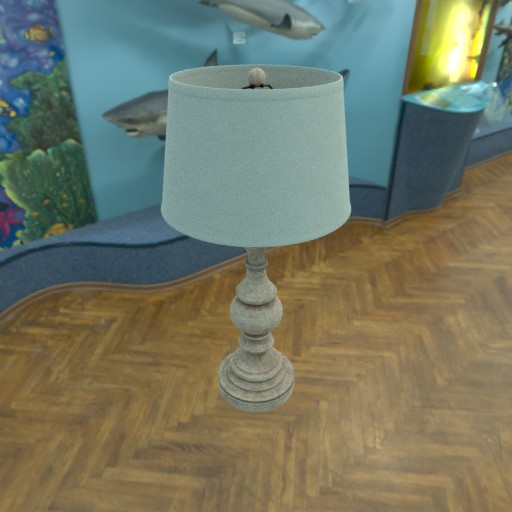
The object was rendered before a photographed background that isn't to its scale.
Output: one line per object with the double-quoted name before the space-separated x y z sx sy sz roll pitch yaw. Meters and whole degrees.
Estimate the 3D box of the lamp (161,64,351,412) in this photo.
"lamp" 0.000 0.000 0.862 0.340 0.678 0.340 0 30 0
